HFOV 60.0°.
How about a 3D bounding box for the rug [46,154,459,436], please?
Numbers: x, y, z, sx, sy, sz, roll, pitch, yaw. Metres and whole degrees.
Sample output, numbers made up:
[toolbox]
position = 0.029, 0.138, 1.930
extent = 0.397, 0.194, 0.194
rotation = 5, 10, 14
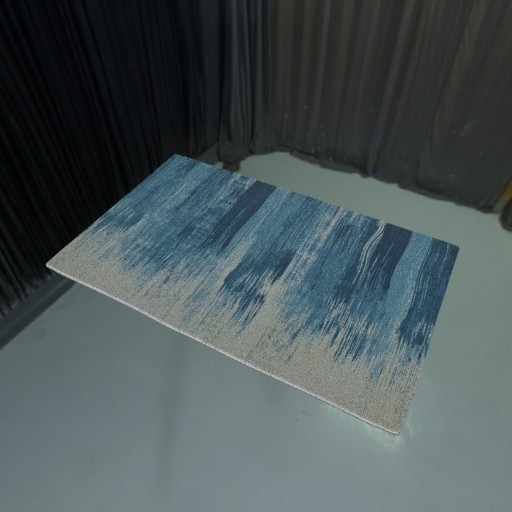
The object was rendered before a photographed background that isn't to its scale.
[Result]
[rug]
position = 0.000, 0.000, 3.062
extent = 2.450, 0.027, 1.540
rotation = 21, 50, 19
